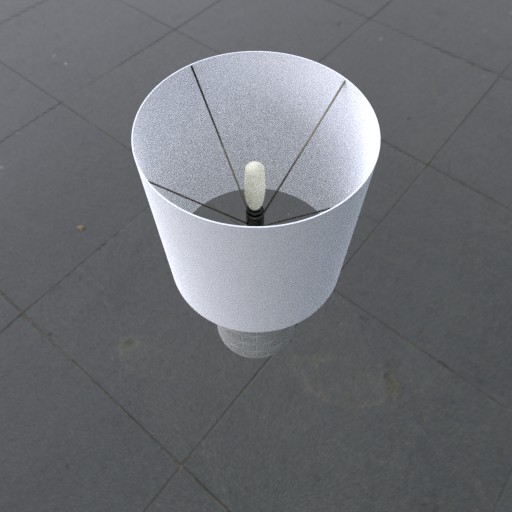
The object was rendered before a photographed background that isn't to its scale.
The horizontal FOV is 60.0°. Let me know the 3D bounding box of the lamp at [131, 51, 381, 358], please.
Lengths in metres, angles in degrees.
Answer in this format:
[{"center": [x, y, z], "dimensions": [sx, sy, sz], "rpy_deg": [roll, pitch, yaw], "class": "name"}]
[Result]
[{"center": [0.000, 0.000, 0.548], "dimensions": [0.206, 0.416, 0.206], "rpy_deg": [-32, 64, -18], "class": "lamp"}]
